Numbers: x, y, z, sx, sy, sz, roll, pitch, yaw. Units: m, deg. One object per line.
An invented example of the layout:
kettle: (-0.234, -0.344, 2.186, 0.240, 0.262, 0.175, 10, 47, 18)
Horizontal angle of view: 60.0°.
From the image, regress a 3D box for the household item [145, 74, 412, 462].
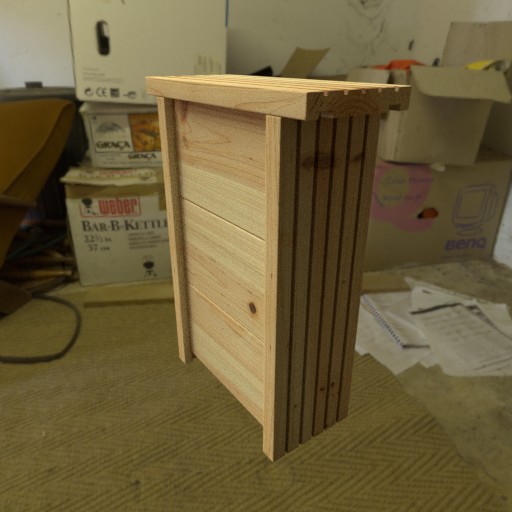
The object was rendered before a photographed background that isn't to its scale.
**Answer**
household item: (0.000, 0.000, 0.552, 0.123, 0.407, 0.301, -16, 29, -32)
